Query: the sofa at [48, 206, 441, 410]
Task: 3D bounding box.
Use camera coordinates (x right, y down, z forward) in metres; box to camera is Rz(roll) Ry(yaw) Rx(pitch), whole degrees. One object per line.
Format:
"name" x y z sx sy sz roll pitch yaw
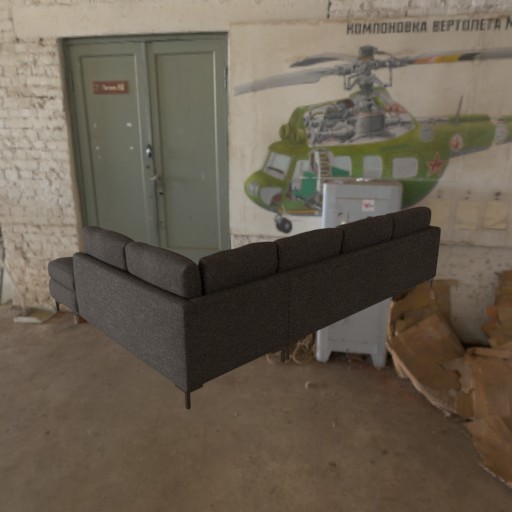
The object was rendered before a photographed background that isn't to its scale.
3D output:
"sofa" 0.000 0.000 3.950 2.949 0.815 2.007 -14 21 -41
